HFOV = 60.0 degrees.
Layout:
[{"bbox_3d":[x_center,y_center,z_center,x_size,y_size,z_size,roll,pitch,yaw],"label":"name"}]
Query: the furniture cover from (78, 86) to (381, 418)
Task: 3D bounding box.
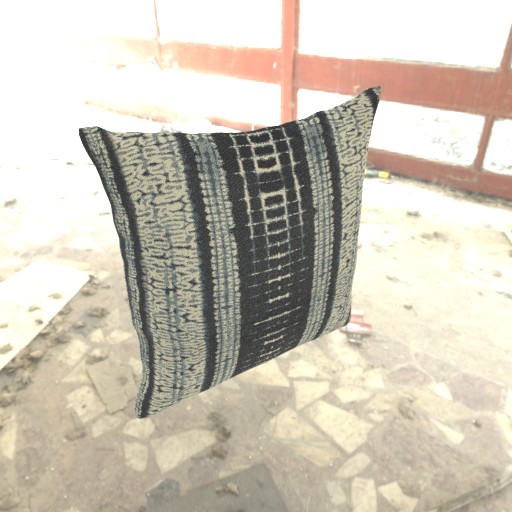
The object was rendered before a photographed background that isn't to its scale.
[{"bbox_3d":[0.000,0.000,0.651,0.425,0.435,0.133,-18,36,-28],"label":"furniture cover"}]
